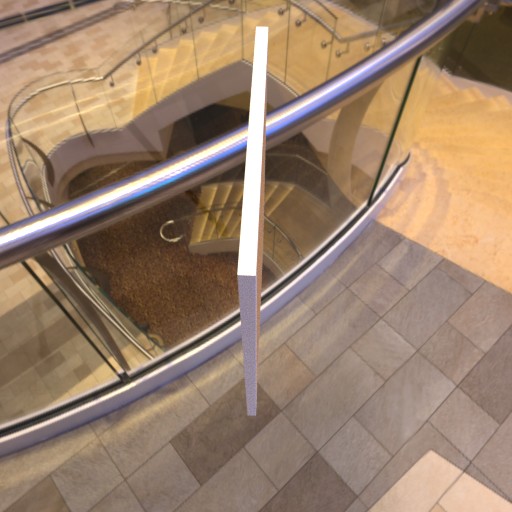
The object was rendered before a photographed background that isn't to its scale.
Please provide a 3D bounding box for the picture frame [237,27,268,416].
[{"bbox_3d":[0.000,0.000,0.576,0.013,0.434,0.305,2,58,1],"label":"picture frame"}]
